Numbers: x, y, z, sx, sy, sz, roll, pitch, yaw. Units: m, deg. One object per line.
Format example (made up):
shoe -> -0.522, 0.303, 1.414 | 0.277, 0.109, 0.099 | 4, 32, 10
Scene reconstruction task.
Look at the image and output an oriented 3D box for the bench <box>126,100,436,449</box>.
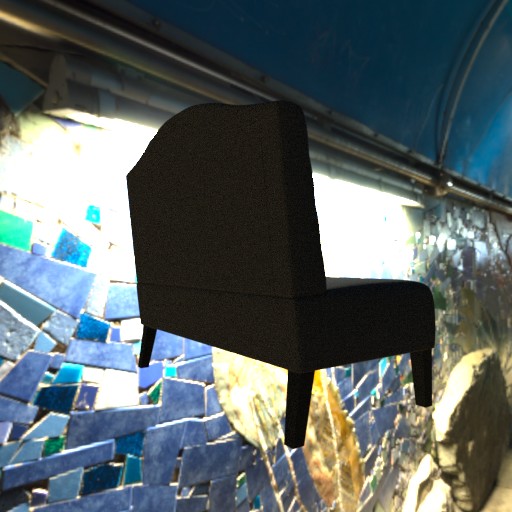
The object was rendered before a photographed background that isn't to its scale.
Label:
bench -> 0.000, 0.000, 2.046 | 0.815, 1.180, 1.335 | 1, -1, -35
